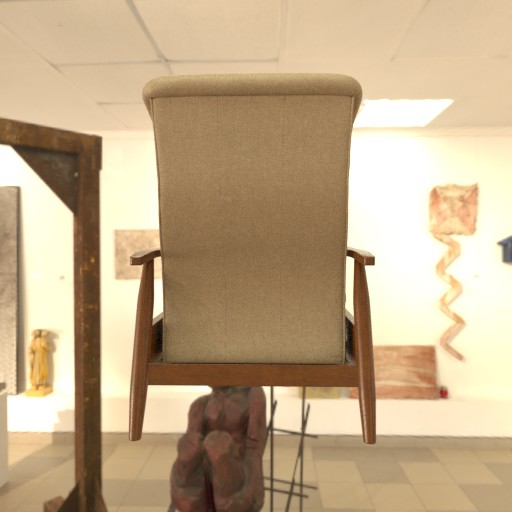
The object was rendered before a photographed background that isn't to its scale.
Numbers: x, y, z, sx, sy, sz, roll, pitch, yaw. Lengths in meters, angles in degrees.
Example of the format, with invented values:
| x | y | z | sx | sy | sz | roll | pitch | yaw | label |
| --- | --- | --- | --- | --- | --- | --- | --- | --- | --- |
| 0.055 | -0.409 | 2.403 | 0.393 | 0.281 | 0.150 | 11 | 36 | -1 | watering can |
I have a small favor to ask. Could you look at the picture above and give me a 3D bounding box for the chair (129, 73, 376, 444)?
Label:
| x | y | z | sx | sy | sz | roll | pitch | yaw | label |
| --- | --- | --- | --- | --- | --- | --- | --- | --- | --- |
| 0.000 | 0.000 | 1.775 | 0.762 | 1.082 | 1.030 | 0 | 1 | 2 | chair |
